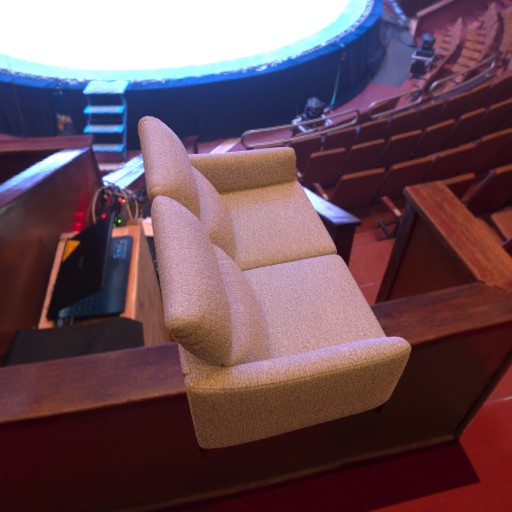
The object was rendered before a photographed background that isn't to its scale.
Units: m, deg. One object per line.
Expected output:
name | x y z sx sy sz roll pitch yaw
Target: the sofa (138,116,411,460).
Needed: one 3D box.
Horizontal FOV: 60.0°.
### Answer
sofa | 0.000 0.000 2.163 0.905 0.950 1.540 -10 46 -10
